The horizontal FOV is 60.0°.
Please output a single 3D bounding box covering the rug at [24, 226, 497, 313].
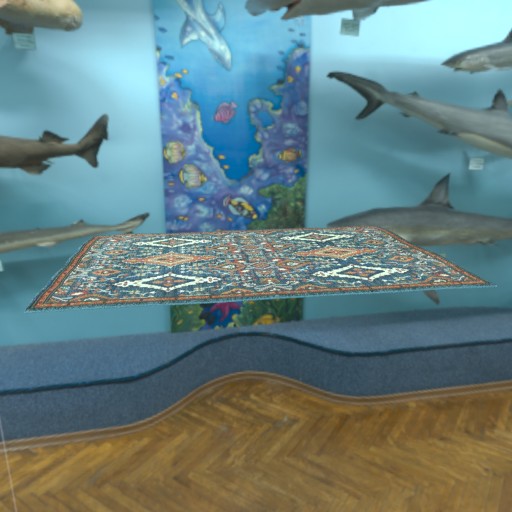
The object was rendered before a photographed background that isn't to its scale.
[{"bbox_3d":[0.000,0.000,2.253,1.847,0.014,1.195,-2,16,-8],"label":"rug"}]
